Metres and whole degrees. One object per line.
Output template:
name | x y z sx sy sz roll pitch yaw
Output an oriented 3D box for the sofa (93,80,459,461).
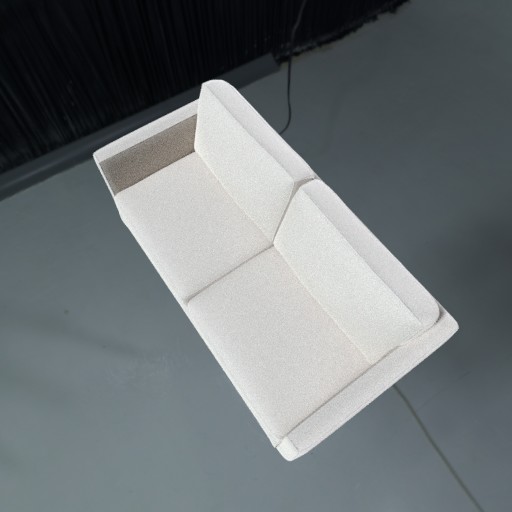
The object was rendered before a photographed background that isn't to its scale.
sofa | 0.000 0.000 2.232 0.873 0.888 1.722 -32 68 -15
